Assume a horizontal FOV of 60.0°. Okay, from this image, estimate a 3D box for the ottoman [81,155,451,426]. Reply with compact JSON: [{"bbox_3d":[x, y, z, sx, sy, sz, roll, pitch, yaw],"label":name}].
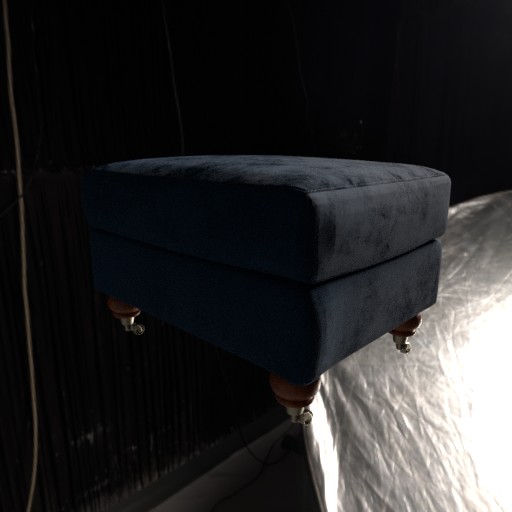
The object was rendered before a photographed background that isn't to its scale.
[{"bbox_3d":[0.000,0.000,1.140,0.773,0.503,0.572,13,20,42],"label":"ottoman"}]
